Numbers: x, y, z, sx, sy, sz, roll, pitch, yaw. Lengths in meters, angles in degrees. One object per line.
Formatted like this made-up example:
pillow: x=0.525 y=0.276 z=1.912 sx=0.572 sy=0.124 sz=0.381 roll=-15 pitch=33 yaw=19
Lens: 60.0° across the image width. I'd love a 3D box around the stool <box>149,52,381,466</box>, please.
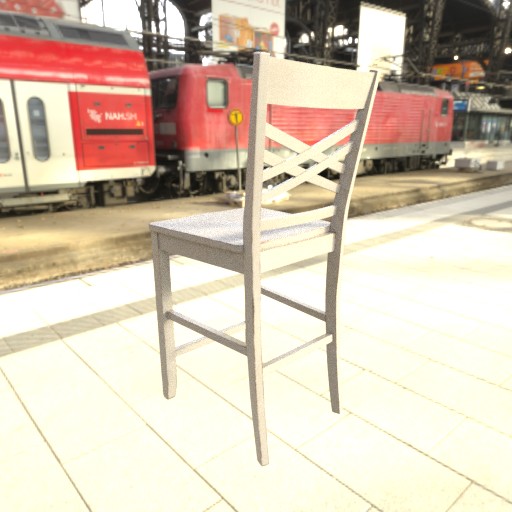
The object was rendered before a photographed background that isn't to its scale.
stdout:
stool: x=0.000 y=0.000 z=1.391 sx=0.462 sy=1.079 sz=0.539 roll=-15 pitch=22 yaw=-41
